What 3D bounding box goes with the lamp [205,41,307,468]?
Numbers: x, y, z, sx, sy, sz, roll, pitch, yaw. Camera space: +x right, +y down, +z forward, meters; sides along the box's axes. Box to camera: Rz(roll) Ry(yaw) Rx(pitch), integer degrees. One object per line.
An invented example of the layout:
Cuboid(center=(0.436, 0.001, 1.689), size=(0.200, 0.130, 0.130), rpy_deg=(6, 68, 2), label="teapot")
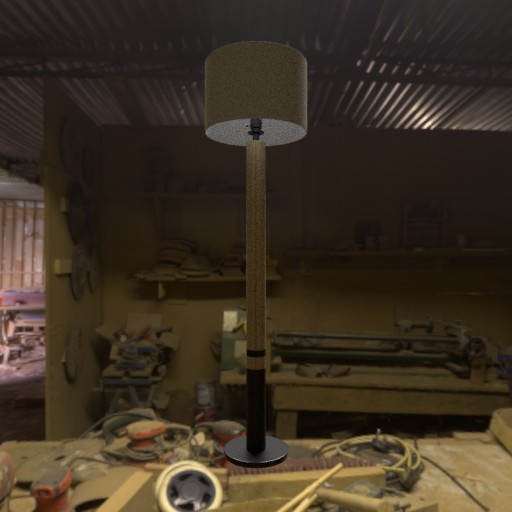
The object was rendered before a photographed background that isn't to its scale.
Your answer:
Cuboid(center=(0.000, 0.000, 1.665), size=(0.381, 1.478, 0.381), rpy_deg=(0, 0, -1), label="lamp")
